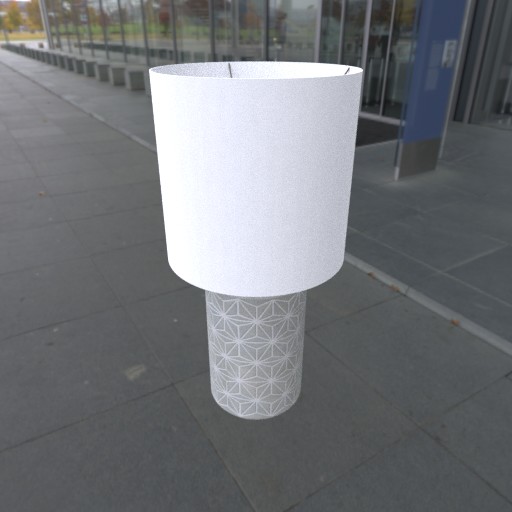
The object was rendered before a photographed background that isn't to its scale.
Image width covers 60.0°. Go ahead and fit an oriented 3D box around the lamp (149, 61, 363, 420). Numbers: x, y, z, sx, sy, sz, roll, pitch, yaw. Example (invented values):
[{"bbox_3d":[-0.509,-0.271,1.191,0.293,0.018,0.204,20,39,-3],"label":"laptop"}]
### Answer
[{"bbox_3d":[0.000,0.000,0.532,0.206,0.416,0.206,-8,28,-15],"label":"lamp"}]
